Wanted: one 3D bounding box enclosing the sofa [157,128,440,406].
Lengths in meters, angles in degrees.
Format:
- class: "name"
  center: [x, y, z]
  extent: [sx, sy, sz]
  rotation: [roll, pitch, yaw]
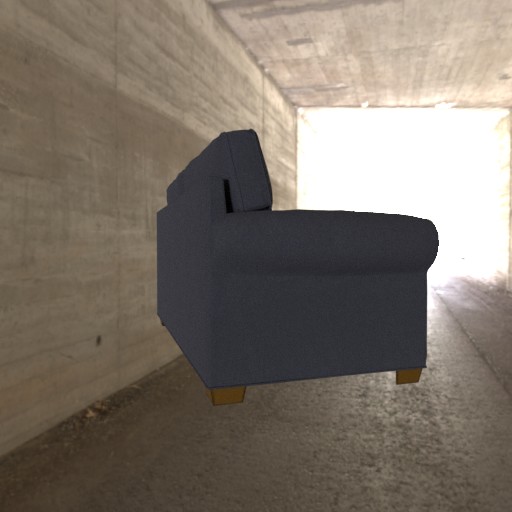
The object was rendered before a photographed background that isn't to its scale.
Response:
- class: "sofa"
  center: [0.000, 0.000, 2.550]
  extent: [0.951, 1.031, 2.009]
  rotation: [0, 1, -18]
